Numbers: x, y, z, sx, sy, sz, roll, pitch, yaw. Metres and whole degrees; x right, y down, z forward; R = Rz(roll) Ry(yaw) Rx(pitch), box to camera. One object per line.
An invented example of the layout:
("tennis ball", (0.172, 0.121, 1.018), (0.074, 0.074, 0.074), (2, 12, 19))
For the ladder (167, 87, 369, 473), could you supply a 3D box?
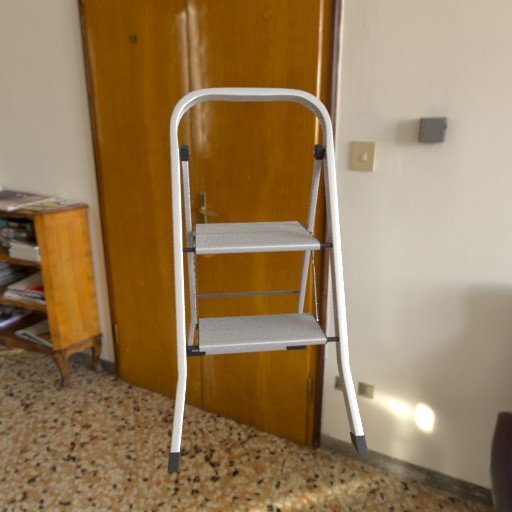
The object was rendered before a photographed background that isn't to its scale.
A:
("ladder", (0.000, 0.000, 1.144), (0.465, 0.830, 0.530), (-2, 17, -7))
